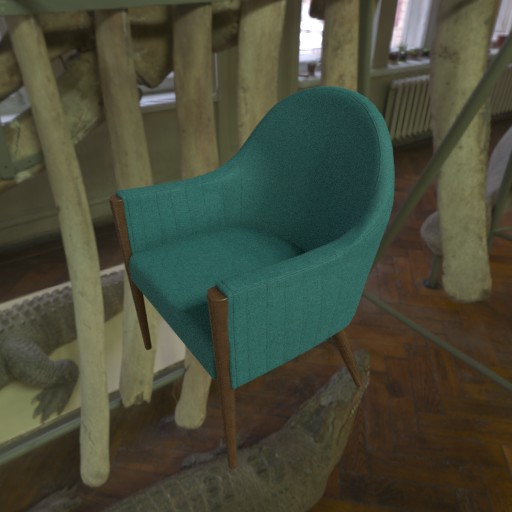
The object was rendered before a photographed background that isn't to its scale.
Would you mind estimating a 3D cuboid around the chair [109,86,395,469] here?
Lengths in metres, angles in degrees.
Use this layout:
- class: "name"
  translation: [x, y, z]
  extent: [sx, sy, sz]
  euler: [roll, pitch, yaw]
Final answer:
- class: "chair"
  translation: [0.000, 0.000, 1.357]
  extent: [0.652, 0.907, 0.656]
  euler: [-21, 38, -29]
